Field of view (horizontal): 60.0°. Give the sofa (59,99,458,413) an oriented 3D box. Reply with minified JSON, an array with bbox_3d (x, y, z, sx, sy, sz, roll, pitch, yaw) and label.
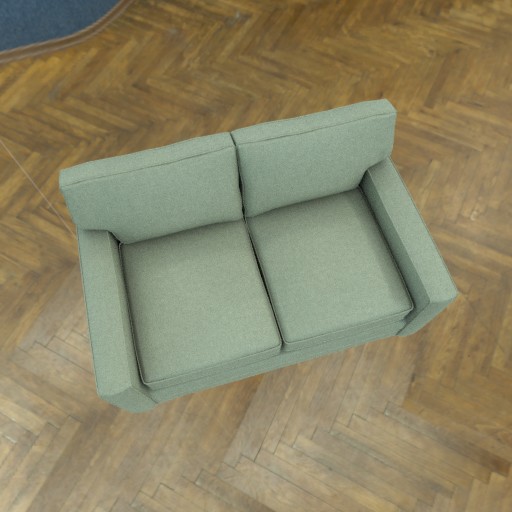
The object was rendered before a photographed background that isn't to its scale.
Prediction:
[{"bbox_3d":[0.000,0.000,2.021,1.484,0.853,0.940,-14,65,-7],"label":"sofa"}]
